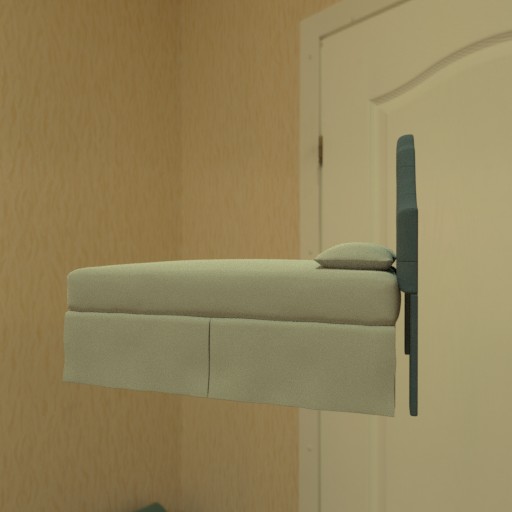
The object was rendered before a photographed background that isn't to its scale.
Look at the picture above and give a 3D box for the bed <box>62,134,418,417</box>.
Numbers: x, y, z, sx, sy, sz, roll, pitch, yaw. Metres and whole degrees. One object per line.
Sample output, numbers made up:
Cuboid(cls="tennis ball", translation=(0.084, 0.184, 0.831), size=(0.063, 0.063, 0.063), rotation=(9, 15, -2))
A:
Cuboid(cls="bed", translation=(0.000, 0.000, 3.233), size=(2.155, 1.575, 1.636), rotation=(0, 0, 18))
